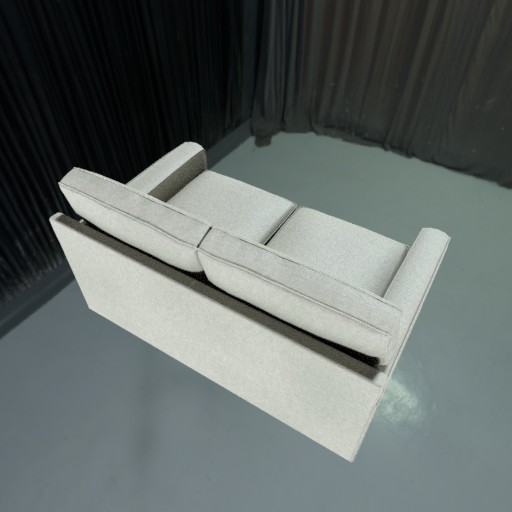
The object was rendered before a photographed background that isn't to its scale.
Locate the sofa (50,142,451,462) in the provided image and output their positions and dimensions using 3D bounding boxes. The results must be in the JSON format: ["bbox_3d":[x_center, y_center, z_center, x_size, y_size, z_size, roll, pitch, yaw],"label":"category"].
[{"bbox_3d":[0.000,0.000,2.045,1.484,0.853,0.940,24,51,21],"label":"sofa"}]
